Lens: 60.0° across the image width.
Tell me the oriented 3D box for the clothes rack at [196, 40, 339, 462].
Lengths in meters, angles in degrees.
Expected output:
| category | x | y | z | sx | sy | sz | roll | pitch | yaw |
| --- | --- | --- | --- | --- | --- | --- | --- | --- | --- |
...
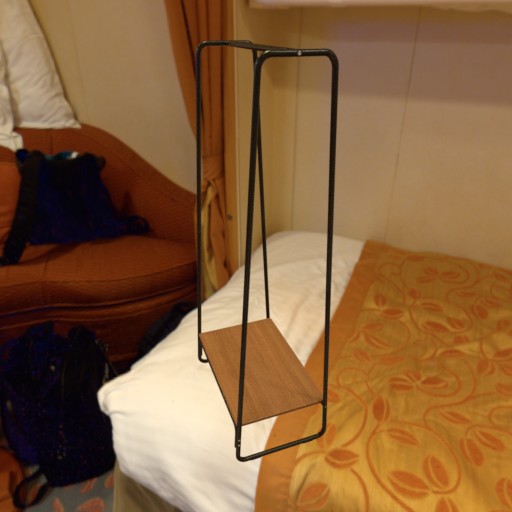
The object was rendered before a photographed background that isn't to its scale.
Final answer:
| category | x | y | z | sx | sy | sz | roll | pitch | yaw |
| --- | --- | --- | --- | --- | --- | --- | --- | --- | --- |
| clothes rack | 0.000 | 0.000 | 1.736 | 0.400 | 1.500 | 0.640 | -10 | 29 | -18 |
